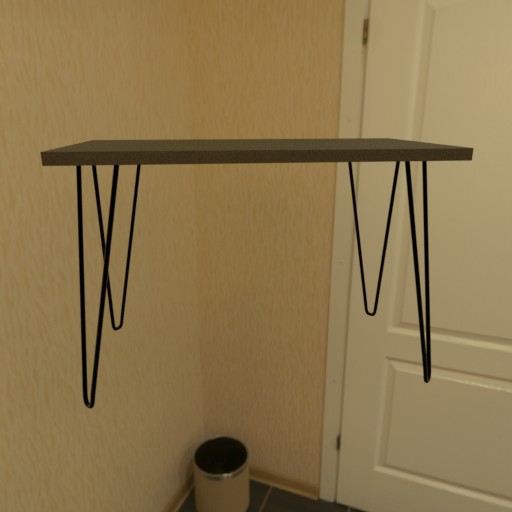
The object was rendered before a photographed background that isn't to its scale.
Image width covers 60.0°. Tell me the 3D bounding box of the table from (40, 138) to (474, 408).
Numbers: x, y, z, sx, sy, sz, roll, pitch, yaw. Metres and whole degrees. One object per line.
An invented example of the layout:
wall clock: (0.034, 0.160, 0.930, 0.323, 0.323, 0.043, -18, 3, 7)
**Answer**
table: (0.000, 0.000, 1.340, 0.991, 0.660, 0.499, -2, 18, -7)
